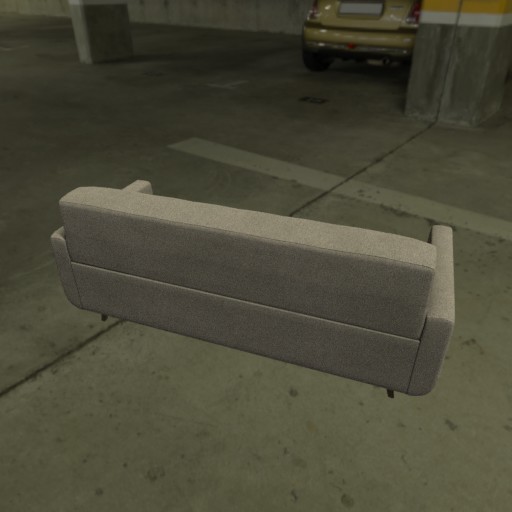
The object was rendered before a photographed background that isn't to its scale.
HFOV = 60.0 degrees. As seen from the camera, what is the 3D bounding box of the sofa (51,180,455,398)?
[{"bbox_3d":[0.000,0.000,2.505,2.029,0.841,0.909,11,33,17],"label":"sofa"}]
